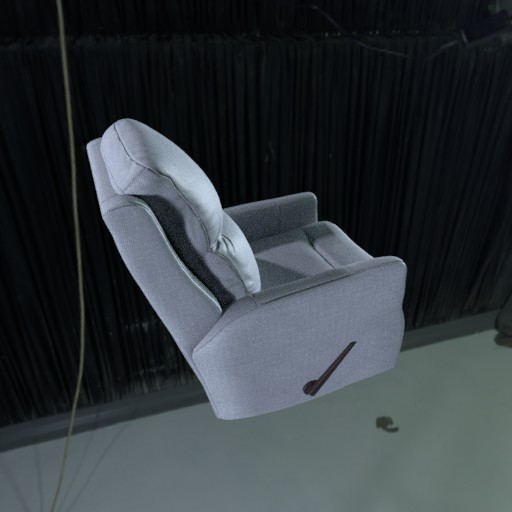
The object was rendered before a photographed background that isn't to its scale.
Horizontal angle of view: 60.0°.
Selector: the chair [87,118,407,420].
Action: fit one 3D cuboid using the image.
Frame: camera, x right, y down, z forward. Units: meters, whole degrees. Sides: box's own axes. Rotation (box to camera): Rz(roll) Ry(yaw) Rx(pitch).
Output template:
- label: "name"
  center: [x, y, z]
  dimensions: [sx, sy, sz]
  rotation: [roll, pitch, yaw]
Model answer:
- label: "chair"
  center: [0.000, 0.000, 1.735]
  dimensions: [1.080, 1.030, 0.829]
  rotation: [-11, 32, -18]
